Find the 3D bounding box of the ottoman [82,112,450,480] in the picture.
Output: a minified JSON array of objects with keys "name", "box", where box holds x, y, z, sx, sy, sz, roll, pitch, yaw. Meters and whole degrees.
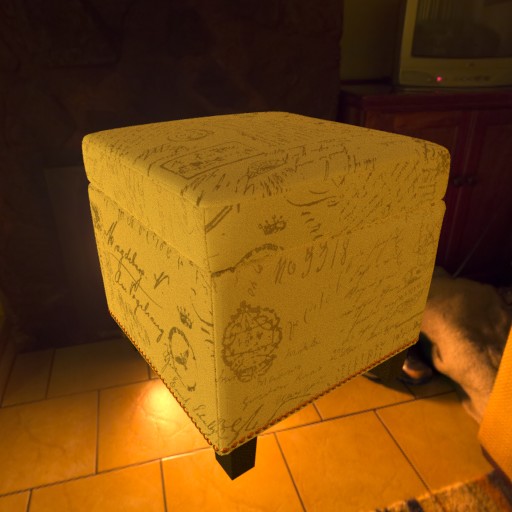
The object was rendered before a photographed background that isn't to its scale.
[{"name":"ottoman","box":[0.000,0.000,0.807,0.449,0.457,0.450,-18,31,-32]}]
